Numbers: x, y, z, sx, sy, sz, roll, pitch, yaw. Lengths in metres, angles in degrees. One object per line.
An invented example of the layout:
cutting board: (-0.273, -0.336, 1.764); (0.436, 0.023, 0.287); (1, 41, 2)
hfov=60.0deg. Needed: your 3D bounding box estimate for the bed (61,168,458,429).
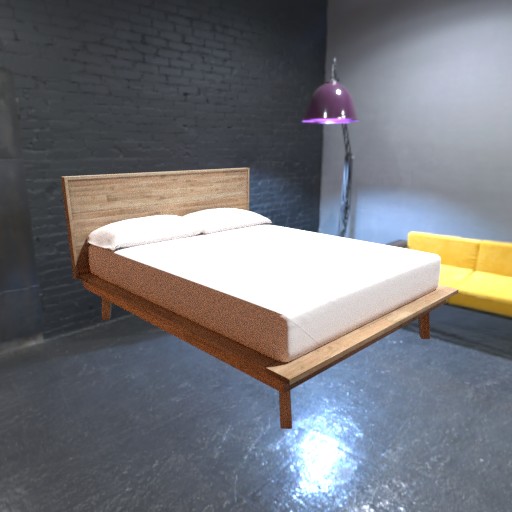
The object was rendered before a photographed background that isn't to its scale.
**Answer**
bed: (0.000, 0.000, 3.094); (1.759, 1.071, 2.145); (-13, 19, -42)
